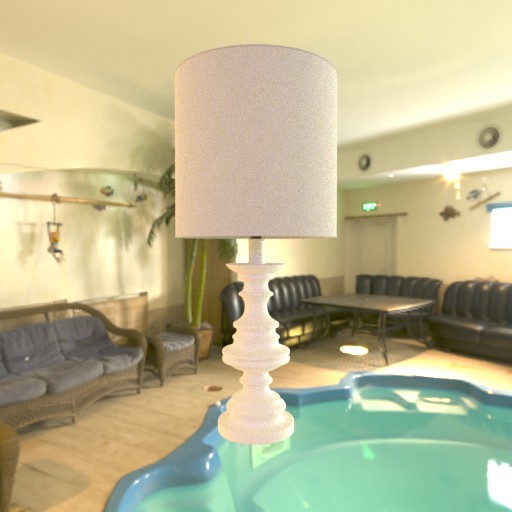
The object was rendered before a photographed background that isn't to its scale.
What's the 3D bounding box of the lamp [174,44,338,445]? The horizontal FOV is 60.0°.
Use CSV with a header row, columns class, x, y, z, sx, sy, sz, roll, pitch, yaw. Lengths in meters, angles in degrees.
class,x,y,z,sx,sy,sz,roll,pitch,yaw
lamp,0.000,0.000,0.580,0.208,0.455,0.208,1,2,37
